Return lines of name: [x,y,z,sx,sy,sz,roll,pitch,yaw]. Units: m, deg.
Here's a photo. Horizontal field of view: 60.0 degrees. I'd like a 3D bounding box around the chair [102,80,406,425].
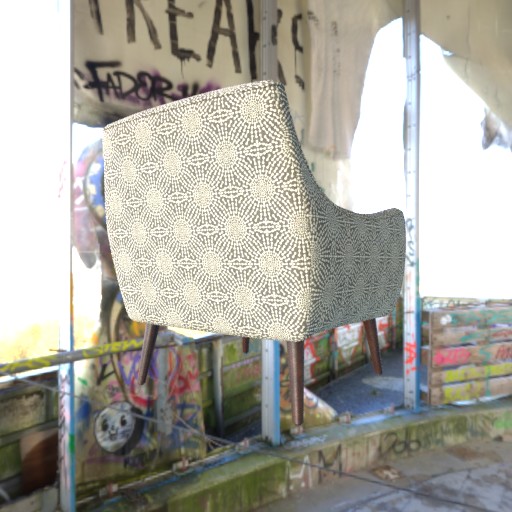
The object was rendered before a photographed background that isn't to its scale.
chair: [0.000,0.000,1.463,0.762,0.838,0.787,0,0,36]
